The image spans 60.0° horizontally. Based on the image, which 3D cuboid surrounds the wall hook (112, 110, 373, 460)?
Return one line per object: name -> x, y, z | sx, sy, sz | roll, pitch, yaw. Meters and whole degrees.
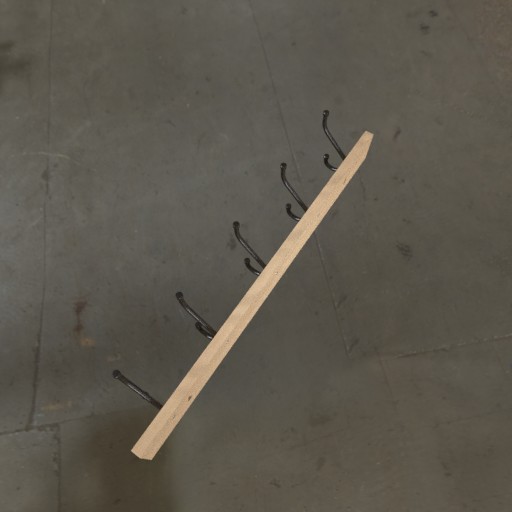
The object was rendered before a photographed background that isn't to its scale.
wall hook -> 0.000, 0.000, 0.617 | 0.071, 0.117, 0.571 | 31, 68, 14
